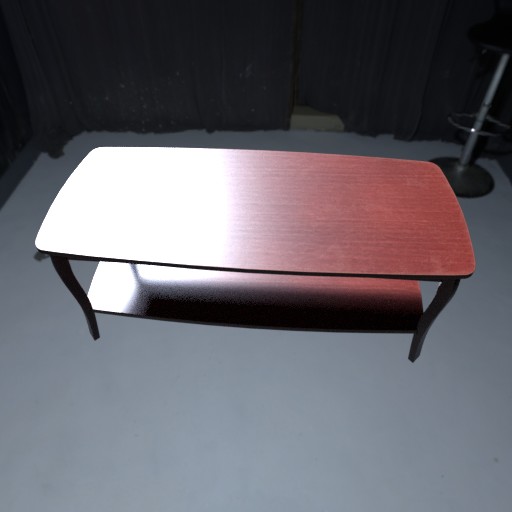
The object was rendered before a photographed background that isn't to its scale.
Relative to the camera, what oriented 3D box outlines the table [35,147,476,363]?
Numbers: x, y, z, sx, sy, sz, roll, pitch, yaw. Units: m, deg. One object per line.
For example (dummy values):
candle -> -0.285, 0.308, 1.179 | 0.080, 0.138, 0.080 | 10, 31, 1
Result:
table -> 0.000, 0.000, 1.504 | 1.216, 0.473, 0.561 | 3, 46, 3
